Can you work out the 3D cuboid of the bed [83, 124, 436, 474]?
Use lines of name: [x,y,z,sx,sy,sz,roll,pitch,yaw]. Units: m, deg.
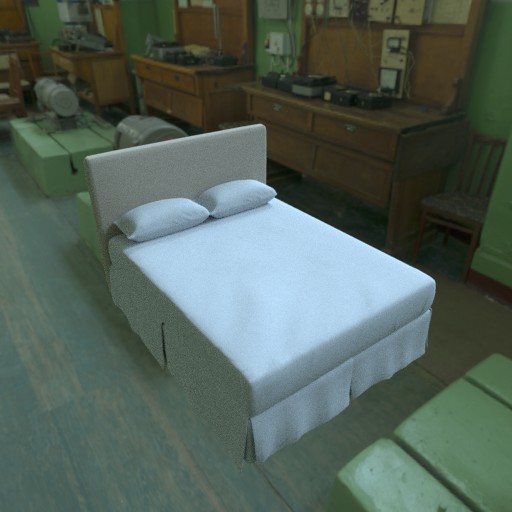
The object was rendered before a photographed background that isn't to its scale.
bed: [0.000,0.000,3.331,1.748,1.330,2.142,-21,36,-31]
